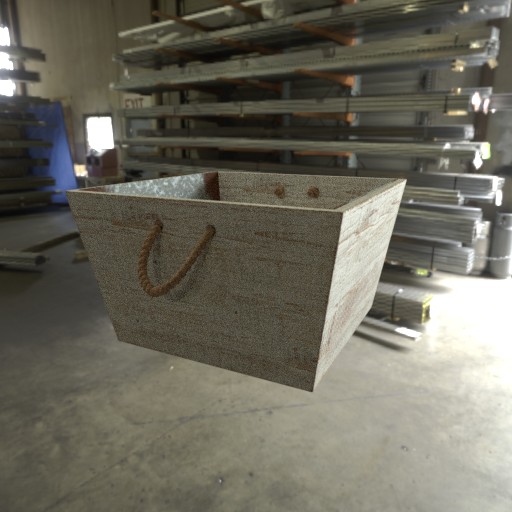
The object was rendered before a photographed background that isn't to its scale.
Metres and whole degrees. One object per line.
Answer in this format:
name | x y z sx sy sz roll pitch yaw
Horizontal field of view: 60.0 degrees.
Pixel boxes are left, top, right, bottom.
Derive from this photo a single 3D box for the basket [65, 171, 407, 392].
basket | 0.000 0.000 0.761 0.413 0.247 0.545 8 17 26
